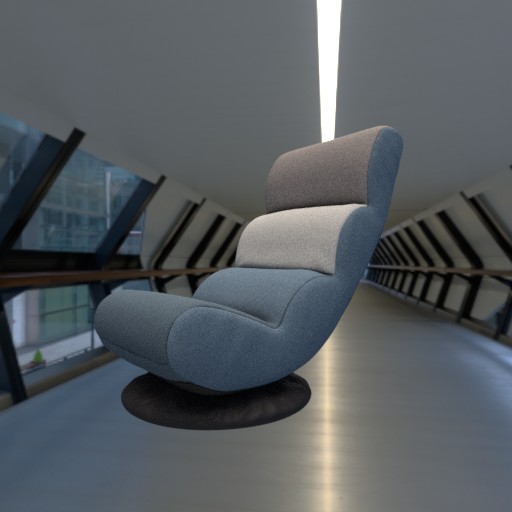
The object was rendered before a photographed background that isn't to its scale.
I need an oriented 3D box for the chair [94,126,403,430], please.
[{"bbox_3d":[0.000,0.000,1.059,0.661,0.641,0.420,0,0,-37],"label":"chair"}]
